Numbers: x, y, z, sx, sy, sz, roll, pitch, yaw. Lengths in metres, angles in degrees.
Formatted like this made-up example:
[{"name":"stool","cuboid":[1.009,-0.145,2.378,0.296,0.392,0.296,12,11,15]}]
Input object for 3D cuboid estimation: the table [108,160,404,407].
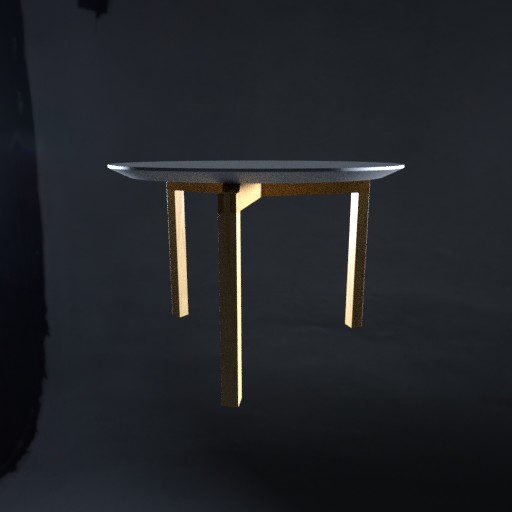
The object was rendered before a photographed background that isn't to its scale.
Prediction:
[{"name":"table","cuboid":[0.000,0.000,0.990,0.600,0.405,0.600,0,13,0]}]
